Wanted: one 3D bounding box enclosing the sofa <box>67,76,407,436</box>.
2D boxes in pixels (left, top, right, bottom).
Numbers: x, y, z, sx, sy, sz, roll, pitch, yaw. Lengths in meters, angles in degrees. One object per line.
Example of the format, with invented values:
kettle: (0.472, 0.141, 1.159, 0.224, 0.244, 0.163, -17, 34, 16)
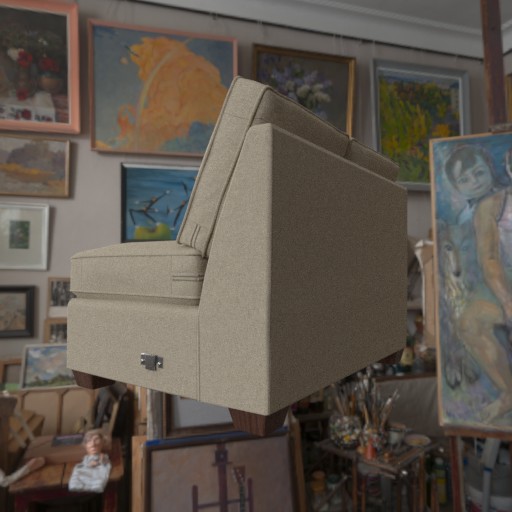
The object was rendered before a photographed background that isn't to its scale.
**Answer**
sofa: (0.000, 0.000, 1.926, 0.951, 1.008, 1.237, -1, -2, 35)
